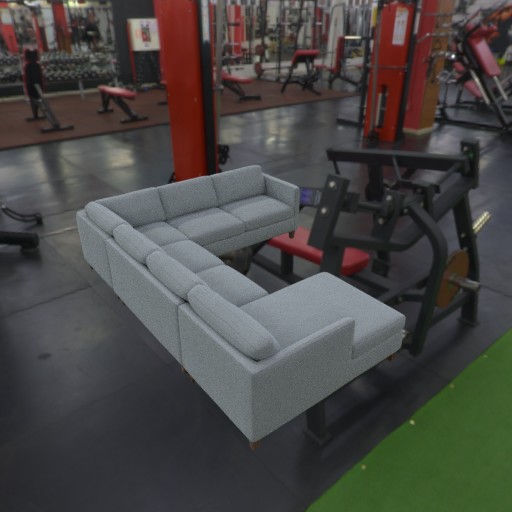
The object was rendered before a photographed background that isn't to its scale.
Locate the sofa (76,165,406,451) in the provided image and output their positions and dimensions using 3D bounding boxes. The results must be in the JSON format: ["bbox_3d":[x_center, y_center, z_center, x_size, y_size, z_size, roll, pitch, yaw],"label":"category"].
[{"bbox_3d":[0.000,0.000,4.503,2.551,0.853,3.238,-20,34,-33],"label":"sofa"}]
